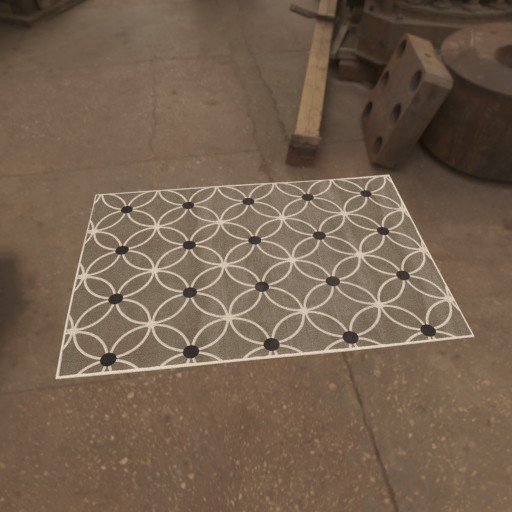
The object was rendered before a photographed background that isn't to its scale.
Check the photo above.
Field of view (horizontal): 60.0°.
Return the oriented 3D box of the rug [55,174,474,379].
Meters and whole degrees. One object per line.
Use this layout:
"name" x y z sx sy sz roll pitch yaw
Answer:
"rug" 0.000 0.000 2.898 2.284 0.008 1.522 -5 47 -4
